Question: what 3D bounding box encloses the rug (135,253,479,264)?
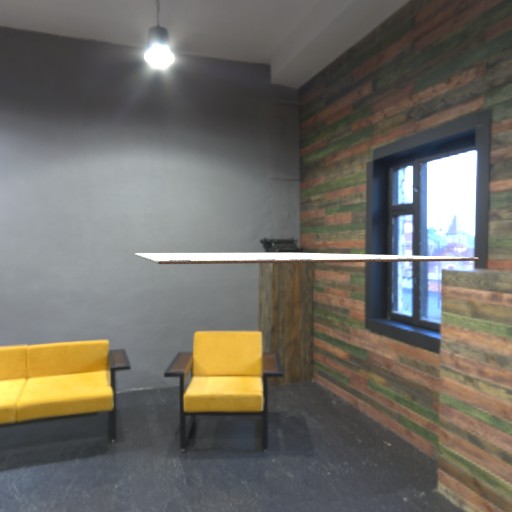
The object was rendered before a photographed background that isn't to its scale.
[{"bbox_3d":[0.000,0.000,3.030,1.521,0.017,2.365,0,1,-17],"label":"rug"}]
